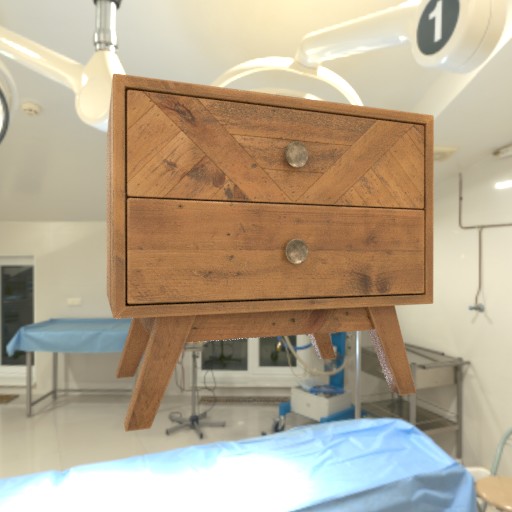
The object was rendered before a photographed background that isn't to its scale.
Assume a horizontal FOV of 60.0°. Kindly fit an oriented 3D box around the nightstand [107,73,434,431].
[{"bbox_3d":[0.000,0.000,1.034,0.650,0.599,0.450,0,0,-20],"label":"nightstand"}]
